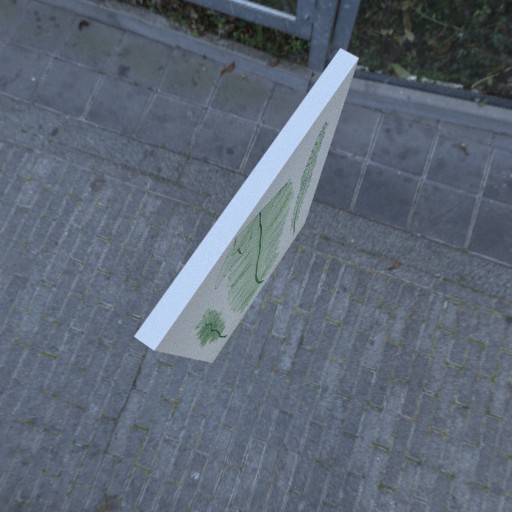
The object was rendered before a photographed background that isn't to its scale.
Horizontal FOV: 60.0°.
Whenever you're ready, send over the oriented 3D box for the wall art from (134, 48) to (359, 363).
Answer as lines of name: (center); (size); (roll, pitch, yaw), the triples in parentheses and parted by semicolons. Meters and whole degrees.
wall art: (0.000, 0.000, 1.170); (0.038, 0.914, 0.610); (32, 78, 8)
